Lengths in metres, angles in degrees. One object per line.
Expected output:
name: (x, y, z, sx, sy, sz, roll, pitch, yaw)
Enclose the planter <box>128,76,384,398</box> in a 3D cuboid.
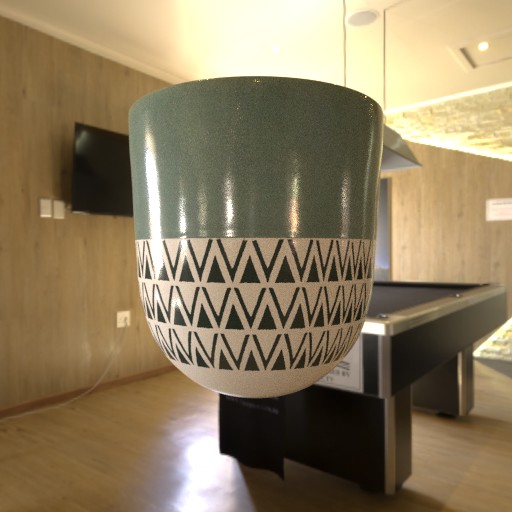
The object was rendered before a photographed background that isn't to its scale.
planter: (0.000, 0.000, 0.359, 0.198, 0.214, 0.198, 0, 1, 0)
